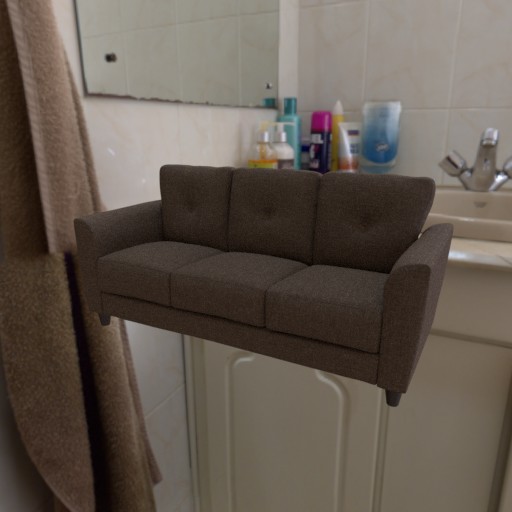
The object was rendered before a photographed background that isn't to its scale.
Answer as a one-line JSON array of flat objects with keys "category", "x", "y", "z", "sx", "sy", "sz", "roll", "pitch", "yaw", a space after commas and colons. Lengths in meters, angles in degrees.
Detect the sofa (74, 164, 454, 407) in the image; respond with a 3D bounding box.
[{"category": "sofa", "x": 0.000, "y": 0.000, "z": 2.373, "sx": 1.847, "sy": 0.891, "sz": 0.837, "roll": 8, "pitch": 18, "yaw": 27}]
